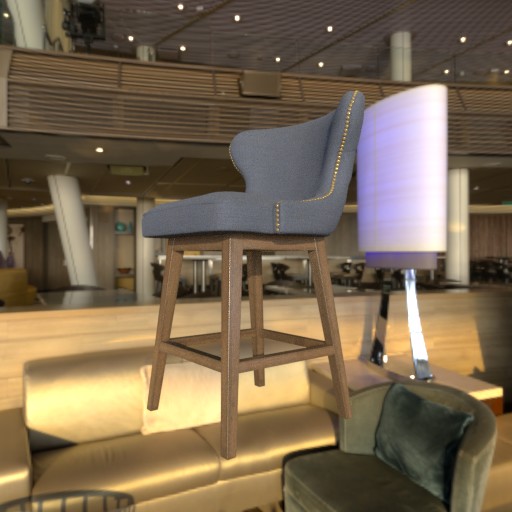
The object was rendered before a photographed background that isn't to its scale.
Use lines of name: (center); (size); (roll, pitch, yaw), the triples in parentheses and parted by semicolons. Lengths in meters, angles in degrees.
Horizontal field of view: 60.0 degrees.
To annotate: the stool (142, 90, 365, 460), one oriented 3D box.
stool: (0.000, 0.000, 1.392); (0.597, 0.972, 0.615); (0, 0, -38)
